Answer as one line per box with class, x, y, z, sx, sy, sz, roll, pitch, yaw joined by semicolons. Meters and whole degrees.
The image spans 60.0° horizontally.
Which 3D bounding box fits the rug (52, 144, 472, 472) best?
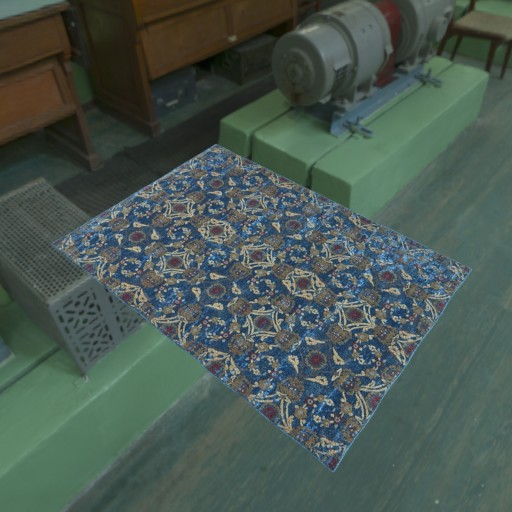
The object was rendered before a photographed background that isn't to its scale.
rug;0.000;0.000;4.240;3.291;0.013;2.337;31;54;26
